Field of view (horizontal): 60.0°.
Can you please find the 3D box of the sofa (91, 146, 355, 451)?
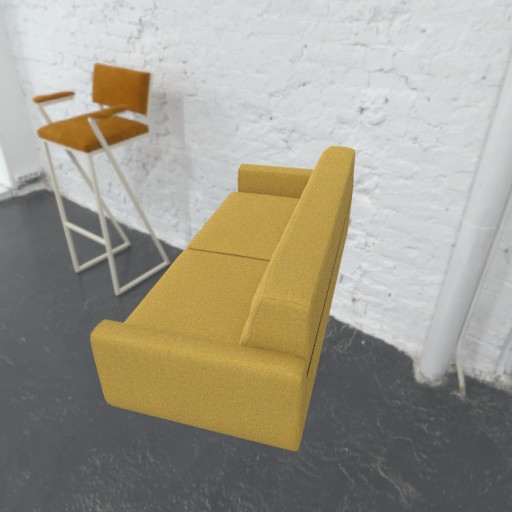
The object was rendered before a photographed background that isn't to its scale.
[{"bbox_3d":[0.000,0.000,2.553,0.909,0.841,2.029,8,32,13],"label":"sofa"}]
